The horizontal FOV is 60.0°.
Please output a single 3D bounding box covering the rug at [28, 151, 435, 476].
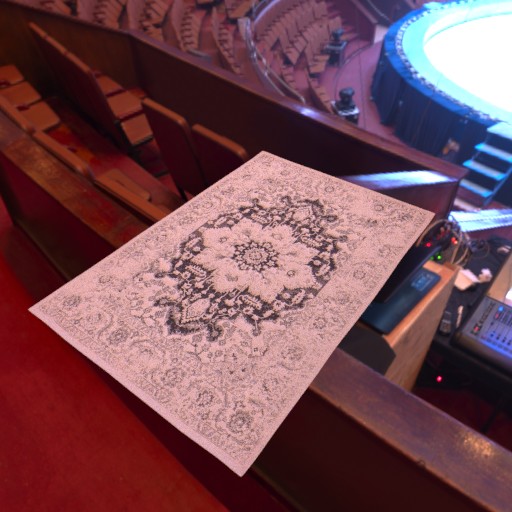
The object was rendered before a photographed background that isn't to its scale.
[{"bbox_3d":[0.000,0.000,2.264,1.223,0.008,1.813,26,48,26],"label":"rug"}]
